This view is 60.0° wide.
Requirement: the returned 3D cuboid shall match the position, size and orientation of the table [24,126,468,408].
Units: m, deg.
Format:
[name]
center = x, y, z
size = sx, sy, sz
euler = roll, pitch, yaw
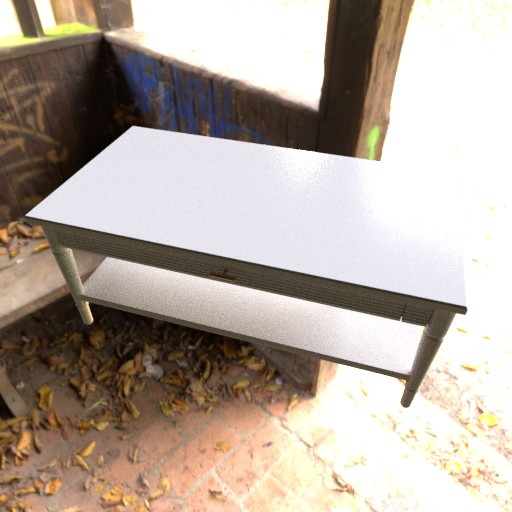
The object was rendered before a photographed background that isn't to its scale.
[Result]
[table]
center = 0.000, 0.000, 1.359
size = 1.067, 0.457, 0.559
euler = 11, 42, 13
